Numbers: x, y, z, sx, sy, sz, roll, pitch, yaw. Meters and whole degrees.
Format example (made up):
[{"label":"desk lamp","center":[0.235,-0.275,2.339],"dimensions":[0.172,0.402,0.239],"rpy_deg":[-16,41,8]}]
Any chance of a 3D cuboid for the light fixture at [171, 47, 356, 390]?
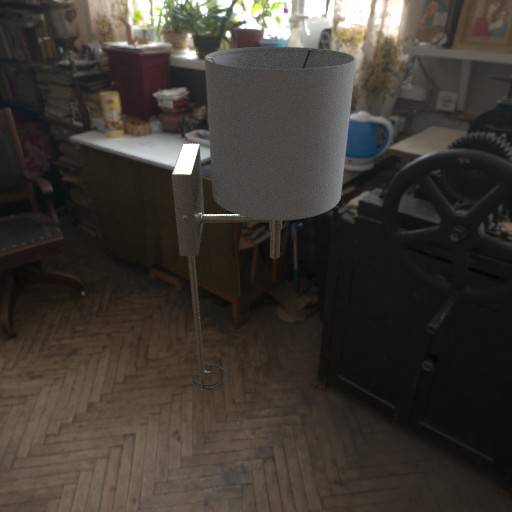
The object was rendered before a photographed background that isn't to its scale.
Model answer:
[{"label":"light fixture","center":[0.000,0.000,0.712],"dimensions":[0.248,0.589,0.188],"rpy_deg":[-1,32,-1]}]
